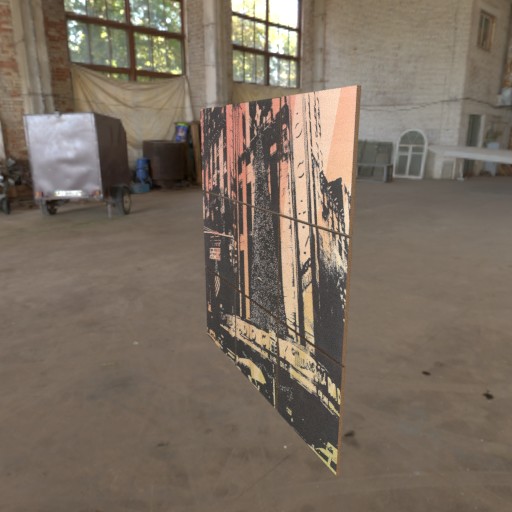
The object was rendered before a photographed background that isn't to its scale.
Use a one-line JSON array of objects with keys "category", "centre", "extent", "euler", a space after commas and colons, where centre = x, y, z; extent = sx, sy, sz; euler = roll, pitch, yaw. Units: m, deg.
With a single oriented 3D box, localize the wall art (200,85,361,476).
[{"category": "wall art", "centre": [0.000, 0.000, 1.837], "extent": [0.013, 1.216, 1.216], "euler": [-7, 17, -25]}]
